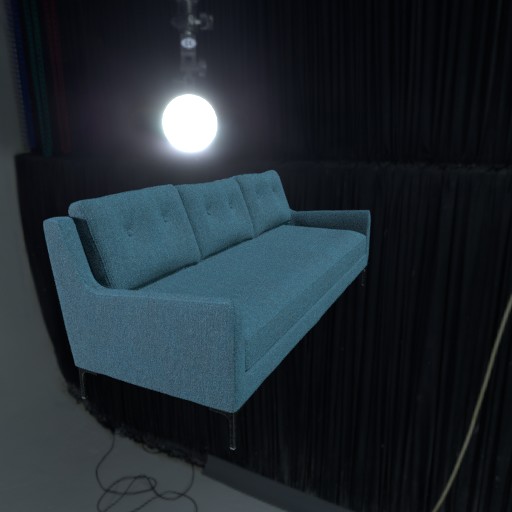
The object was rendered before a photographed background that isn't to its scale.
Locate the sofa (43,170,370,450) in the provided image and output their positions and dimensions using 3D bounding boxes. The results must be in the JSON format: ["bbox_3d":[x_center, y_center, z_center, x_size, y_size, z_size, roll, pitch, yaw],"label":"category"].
[{"bbox_3d":[0.000,0.000,2.492,0.849,0.837,2.060,7,17,25],"label":"sofa"}]
